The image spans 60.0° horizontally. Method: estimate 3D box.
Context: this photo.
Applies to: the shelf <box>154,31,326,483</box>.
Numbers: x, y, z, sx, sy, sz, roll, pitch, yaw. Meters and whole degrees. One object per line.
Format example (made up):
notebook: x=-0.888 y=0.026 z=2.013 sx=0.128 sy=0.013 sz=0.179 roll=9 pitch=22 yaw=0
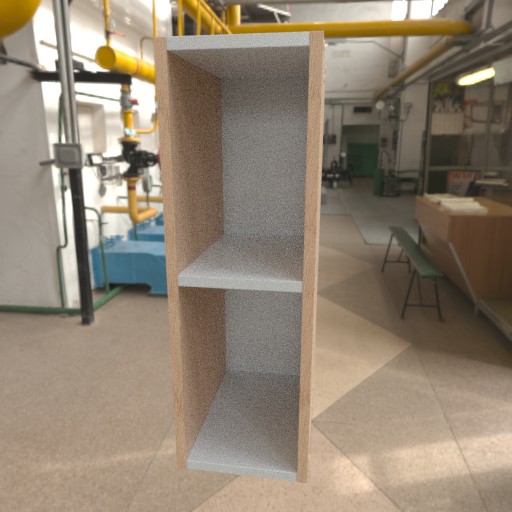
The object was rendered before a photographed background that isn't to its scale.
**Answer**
shelf: x=0.000 y=0.000 z=0.720 sx=0.200 sy=0.600 sz=0.290 roll=2 pitch=15 yaw=9
